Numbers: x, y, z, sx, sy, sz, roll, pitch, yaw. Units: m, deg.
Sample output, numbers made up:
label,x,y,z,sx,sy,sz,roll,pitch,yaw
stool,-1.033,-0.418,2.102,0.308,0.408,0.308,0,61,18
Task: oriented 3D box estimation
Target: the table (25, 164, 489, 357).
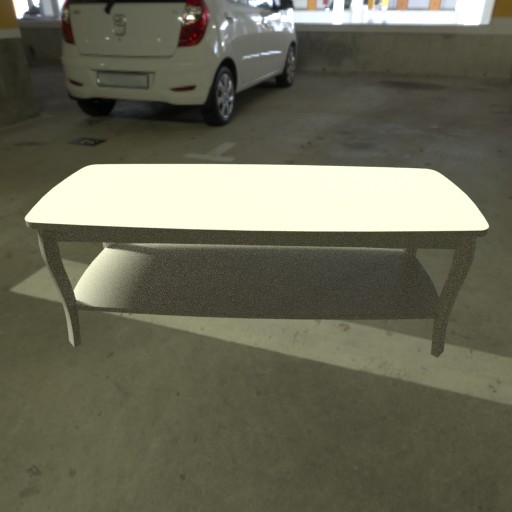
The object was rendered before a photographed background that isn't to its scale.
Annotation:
label,x,y,z,sx,sy,sz,roll,pitch,yaw
table,0.000,0.000,1.541,1.334,0.474,0.561,1,30,2
